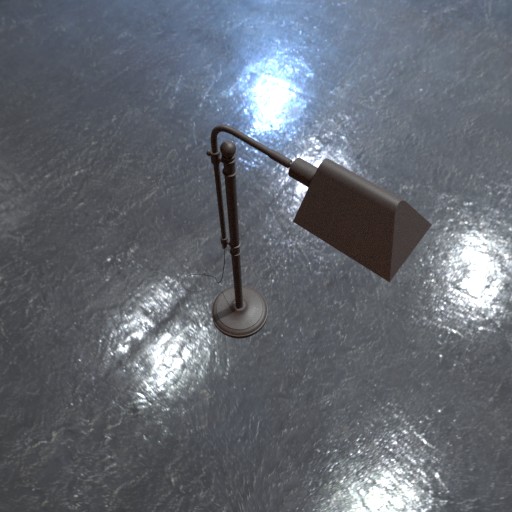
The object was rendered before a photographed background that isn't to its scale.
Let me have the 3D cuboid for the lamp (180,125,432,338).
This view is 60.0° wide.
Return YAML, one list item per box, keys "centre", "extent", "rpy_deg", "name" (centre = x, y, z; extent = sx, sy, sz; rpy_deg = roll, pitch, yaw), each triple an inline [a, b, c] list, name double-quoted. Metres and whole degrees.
- centre: [0.000, 0.000, 0.932]
  extent: [0.545, 0.708, 0.159]
  rpy_deg: [34, 64, 20]
  name: "lamp"
